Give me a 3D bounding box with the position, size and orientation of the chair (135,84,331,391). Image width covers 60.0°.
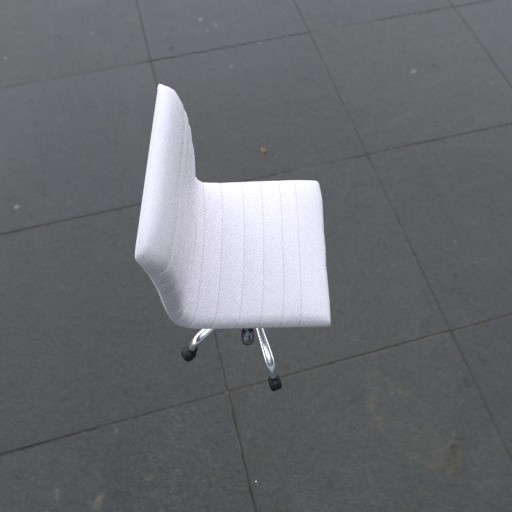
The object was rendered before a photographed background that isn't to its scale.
[{"bbox_3d":[0.000,0.000,1.084,0.455,0.750,0.520,0,63,0],"label":"chair"}]
